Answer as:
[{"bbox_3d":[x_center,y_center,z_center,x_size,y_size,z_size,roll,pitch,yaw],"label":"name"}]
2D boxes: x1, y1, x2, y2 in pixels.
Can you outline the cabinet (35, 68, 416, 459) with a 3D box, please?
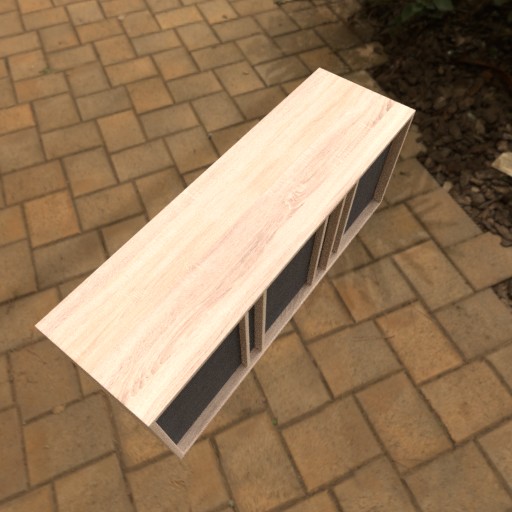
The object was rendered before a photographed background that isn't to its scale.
[{"bbox_3d":[0.000,0.000,1.994,0.500,0.780,1.650,33,63,19],"label":"cabinet"}]
